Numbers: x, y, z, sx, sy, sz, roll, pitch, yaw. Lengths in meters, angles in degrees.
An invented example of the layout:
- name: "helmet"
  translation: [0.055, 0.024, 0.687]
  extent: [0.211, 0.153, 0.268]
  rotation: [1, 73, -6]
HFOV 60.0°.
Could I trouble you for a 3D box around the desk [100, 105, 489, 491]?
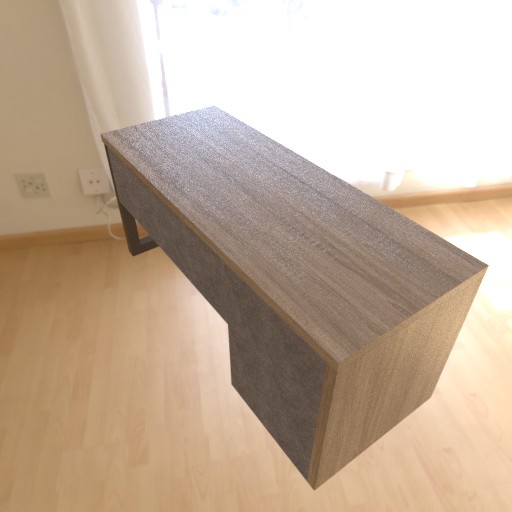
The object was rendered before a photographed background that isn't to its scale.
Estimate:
- name: "desk"
  translation: [0.000, 0.000, 2.063]
  extent: [0.690, 0.760, 1.700]
  rotation: [-24, 45, -27]
